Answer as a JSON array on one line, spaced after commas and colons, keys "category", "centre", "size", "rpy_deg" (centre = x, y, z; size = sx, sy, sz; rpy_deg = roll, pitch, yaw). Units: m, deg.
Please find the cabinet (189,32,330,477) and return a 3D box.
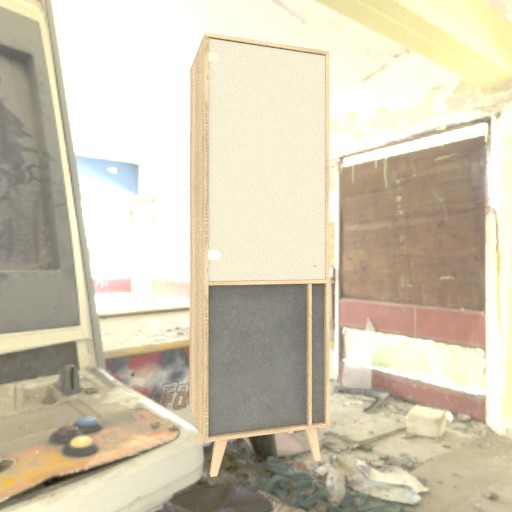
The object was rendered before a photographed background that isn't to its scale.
[{"category": "cabinet", "centre": [0.000, 0.000, 2.106], "size": [0.570, 1.850, 0.400], "rpy_deg": [0, 0, -17]}]
